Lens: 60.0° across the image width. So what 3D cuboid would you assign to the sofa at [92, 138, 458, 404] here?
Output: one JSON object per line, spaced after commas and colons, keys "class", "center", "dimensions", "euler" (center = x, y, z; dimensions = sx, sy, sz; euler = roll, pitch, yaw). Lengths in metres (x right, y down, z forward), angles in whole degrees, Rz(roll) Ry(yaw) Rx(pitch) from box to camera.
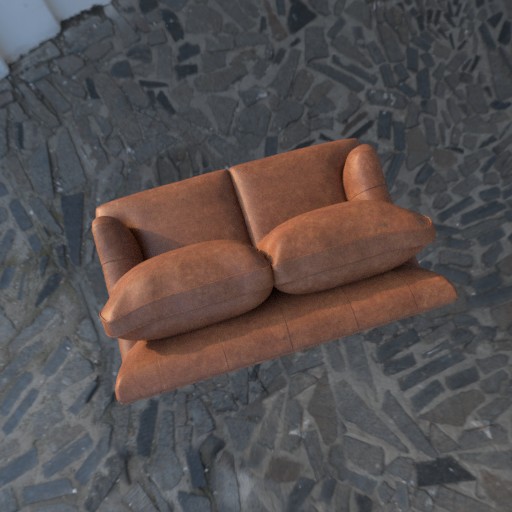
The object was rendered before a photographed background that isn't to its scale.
{"class": "sofa", "center": [0.000, 0.000, 2.279], "dimensions": [1.527, 1.004, 1.077], "euler": [-16, 74, -5]}
